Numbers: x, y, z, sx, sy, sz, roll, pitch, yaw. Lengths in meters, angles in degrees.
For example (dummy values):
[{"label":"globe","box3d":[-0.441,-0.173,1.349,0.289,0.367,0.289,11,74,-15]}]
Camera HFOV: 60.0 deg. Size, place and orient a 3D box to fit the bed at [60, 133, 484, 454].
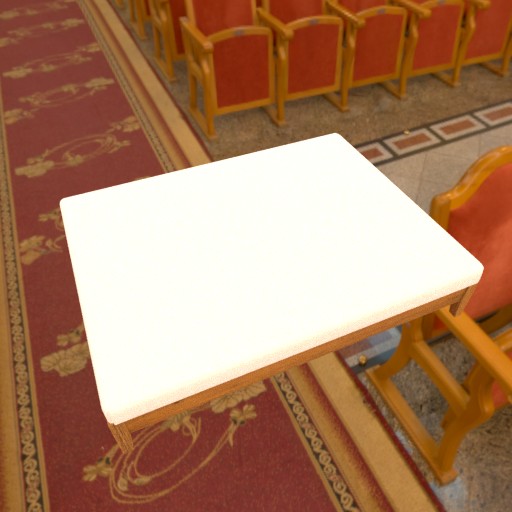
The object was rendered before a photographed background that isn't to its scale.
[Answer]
[{"label":"bed","box3d":[0.000,0.000,2.691,2.016,0.431,1.536,-17,48,-16]}]
